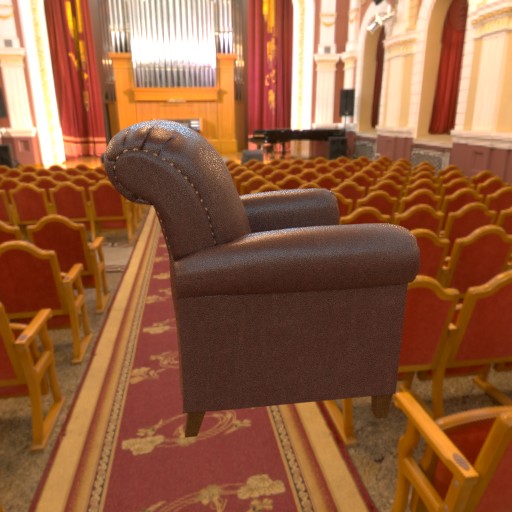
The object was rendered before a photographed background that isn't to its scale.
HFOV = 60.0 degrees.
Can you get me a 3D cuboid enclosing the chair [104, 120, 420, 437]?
[{"bbox_3d":[0.000,0.000,1.580,0.890,0.927,0.854,-3,18,-8],"label":"chair"}]
